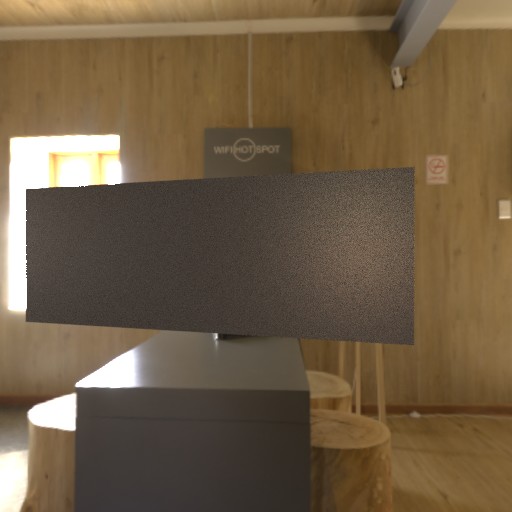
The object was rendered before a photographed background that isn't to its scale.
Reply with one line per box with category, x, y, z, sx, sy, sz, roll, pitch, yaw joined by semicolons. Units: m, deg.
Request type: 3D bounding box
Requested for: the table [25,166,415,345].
table;0.000;0.000;1.227;0.801;0.299;0.801;0;0;18
